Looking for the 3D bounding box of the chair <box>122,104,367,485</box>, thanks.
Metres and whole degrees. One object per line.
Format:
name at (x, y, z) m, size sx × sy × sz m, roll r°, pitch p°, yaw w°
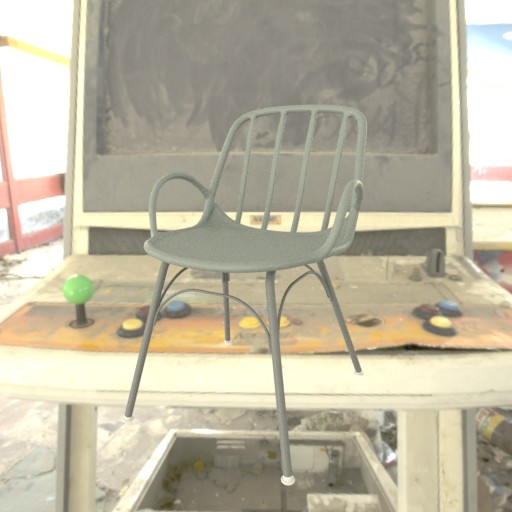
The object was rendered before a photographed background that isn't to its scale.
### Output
chair at (0.000, 0.000, 1.202) m, size 0.549 × 0.816 × 0.597 m, roll 8°, pitch 16°, yaw 27°
